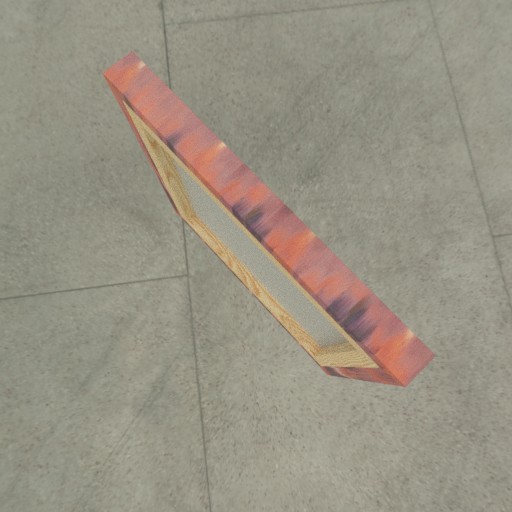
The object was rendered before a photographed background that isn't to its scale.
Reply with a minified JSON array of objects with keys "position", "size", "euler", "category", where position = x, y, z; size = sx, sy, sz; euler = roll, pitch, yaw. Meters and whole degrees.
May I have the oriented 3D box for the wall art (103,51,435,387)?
[{"position":[0.000,0.000,0.599],"size":[0.038,0.406,0.403],"euler":[-42,80,-9],"category":"wall art"}]
